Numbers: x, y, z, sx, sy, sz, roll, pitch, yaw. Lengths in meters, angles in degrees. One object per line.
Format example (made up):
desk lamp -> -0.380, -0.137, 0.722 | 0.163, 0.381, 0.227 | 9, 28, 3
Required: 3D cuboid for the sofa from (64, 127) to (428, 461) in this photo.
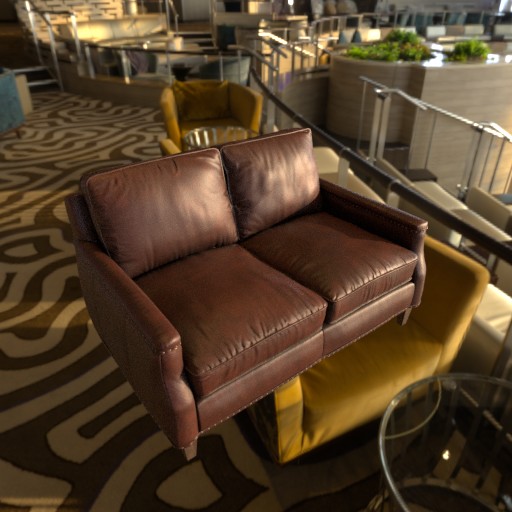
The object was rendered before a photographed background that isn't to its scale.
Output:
sofa -> 0.000, 0.000, 2.320 | 1.628, 1.003, 1.083 | -22, 37, -31
